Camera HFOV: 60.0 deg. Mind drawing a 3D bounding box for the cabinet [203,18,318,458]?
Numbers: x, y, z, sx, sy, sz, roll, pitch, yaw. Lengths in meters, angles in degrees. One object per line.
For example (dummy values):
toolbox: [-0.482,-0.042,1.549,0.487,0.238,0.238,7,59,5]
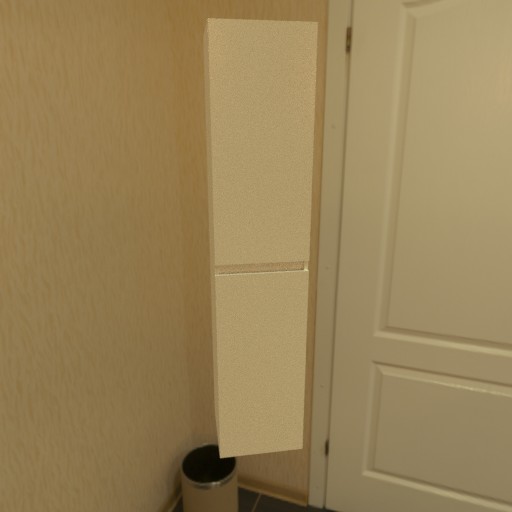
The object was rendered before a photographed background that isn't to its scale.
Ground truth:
cabinet: [0.000,0.000,1.516,0.300,1.400,0.269,-3,17,-9]
